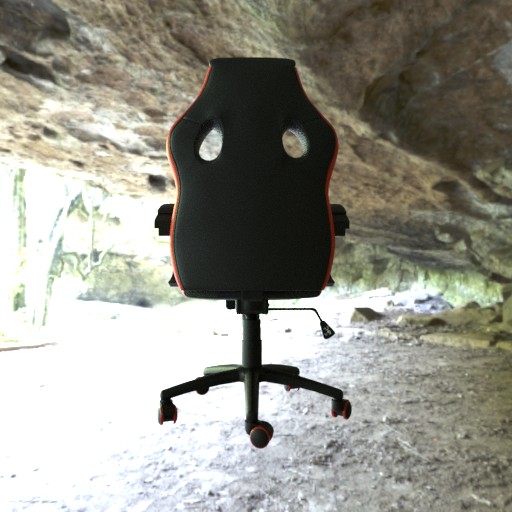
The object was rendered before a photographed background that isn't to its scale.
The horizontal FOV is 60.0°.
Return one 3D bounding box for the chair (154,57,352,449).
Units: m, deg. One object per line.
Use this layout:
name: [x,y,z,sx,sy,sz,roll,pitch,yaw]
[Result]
chair: [0.000,0.000,1.415,0.600,1.016,0.642,0,-2,-1]
